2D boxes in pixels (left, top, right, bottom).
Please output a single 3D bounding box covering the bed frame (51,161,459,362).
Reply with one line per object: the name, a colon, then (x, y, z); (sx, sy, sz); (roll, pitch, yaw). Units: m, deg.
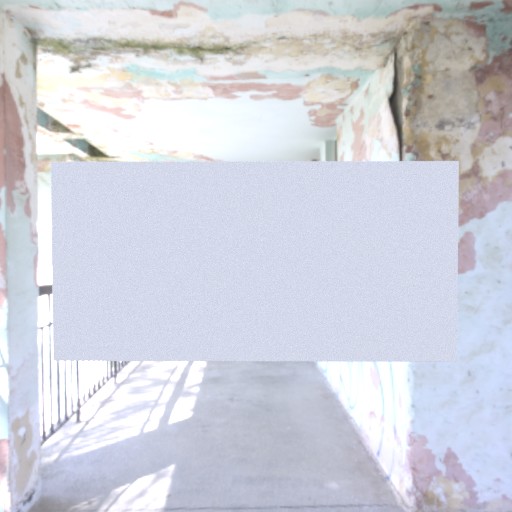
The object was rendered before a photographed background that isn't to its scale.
bed frame: (0.000, 0.000, 2.750); (1.622, 0.800, 1.960); (0, 1, 0)
